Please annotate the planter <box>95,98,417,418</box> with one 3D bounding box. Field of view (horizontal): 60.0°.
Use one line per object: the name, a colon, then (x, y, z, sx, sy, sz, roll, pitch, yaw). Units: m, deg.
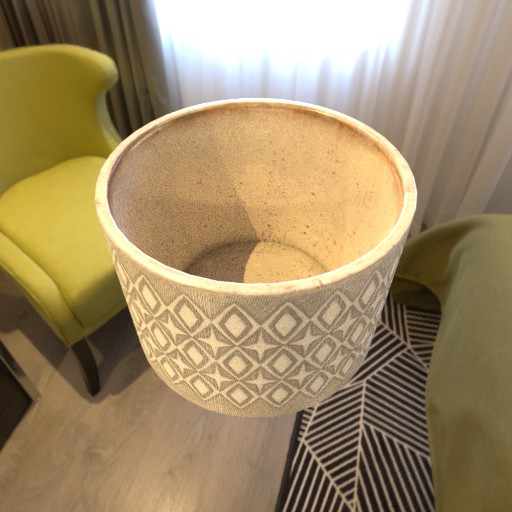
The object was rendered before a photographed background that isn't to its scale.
planter: (0.000, 0.000, 0.315, 0.186, 0.144, 0.186, 0, 46, 0)
